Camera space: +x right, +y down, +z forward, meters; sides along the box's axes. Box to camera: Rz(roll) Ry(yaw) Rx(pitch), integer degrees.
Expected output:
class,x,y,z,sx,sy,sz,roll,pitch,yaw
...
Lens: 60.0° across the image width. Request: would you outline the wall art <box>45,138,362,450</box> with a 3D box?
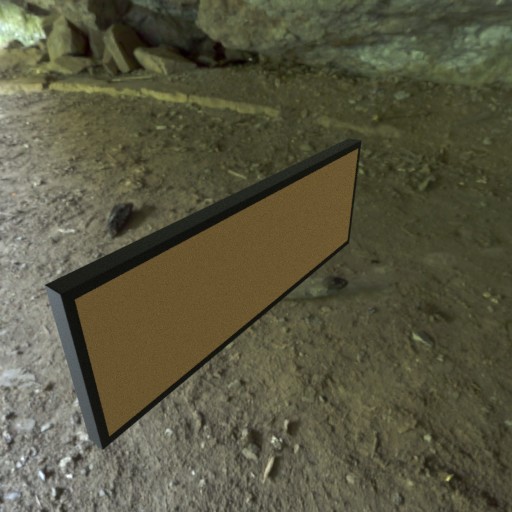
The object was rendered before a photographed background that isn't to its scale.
class,x,y,z,sx,sy,sz,roll,pitch,yaw
wall art,0.000,0.000,0.935,0.037,0.303,0.860,21,36,31
